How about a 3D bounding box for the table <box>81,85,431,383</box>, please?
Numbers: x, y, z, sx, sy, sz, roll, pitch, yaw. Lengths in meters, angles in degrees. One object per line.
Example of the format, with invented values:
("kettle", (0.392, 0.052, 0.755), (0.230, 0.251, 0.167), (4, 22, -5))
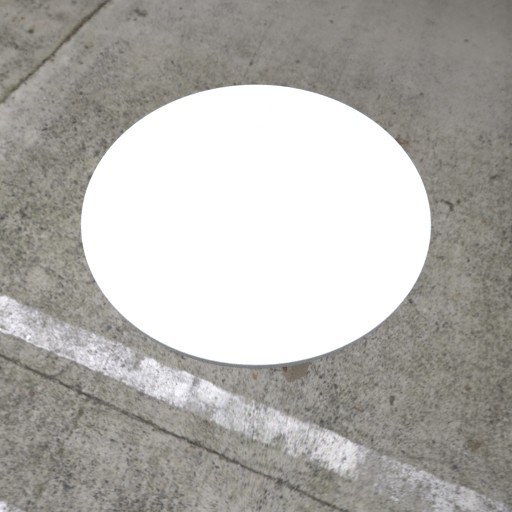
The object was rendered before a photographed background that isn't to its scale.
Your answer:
("table", (0.000, 0.000, 0.945), (0.600, 0.400, 0.600), (0, 59, 0))
